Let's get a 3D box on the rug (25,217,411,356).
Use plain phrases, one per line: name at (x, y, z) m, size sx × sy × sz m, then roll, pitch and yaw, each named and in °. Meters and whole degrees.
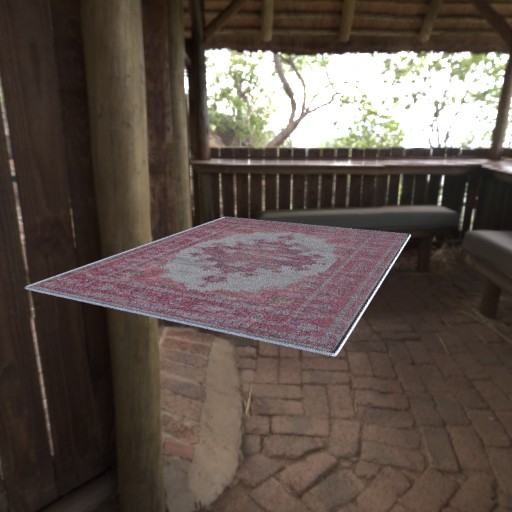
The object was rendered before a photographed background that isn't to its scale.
rug at (0.000, 0.000, 4.229) m, size 2.447 × 0.017 × 3.123 m, roll 8°, pitch 18°, yaw 25°
